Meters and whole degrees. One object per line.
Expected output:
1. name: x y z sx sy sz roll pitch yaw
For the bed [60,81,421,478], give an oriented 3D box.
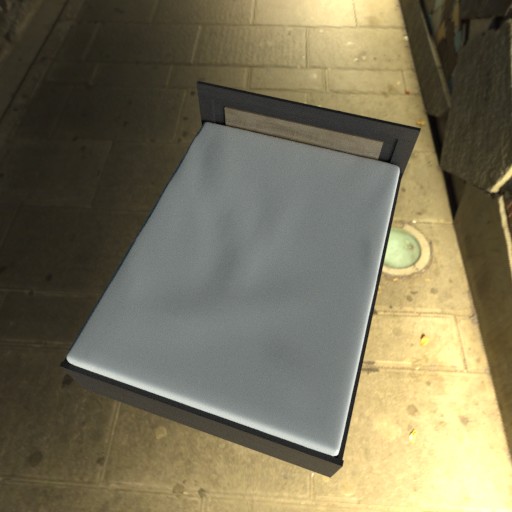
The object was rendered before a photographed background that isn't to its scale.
1. bed: 0.000 0.000 2.846 1.585 0.823 2.073 16 58 10
